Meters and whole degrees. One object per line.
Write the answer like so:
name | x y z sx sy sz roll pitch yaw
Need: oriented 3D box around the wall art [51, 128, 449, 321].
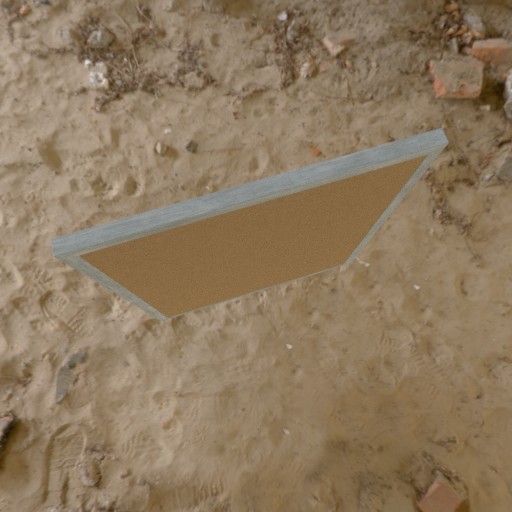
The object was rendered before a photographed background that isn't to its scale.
wall art | 0.000 0.000 0.797 0.479 0.582 0.022 -17 75 -5
